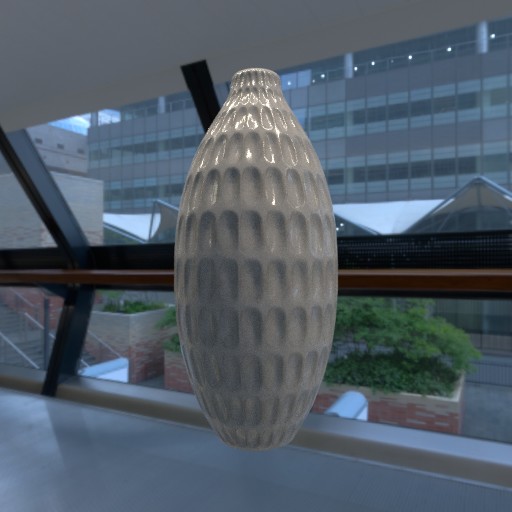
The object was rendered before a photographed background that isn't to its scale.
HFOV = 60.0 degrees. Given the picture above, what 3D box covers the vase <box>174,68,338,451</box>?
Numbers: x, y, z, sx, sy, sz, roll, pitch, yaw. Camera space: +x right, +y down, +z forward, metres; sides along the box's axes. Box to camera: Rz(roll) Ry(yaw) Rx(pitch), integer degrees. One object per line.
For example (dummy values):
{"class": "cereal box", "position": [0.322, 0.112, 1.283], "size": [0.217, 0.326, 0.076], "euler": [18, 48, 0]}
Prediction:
{"class": "vase", "position": [0.000, 0.000, 0.349], "size": [0.127, 0.282, 0.127], "euler": [0, 0, 0]}
